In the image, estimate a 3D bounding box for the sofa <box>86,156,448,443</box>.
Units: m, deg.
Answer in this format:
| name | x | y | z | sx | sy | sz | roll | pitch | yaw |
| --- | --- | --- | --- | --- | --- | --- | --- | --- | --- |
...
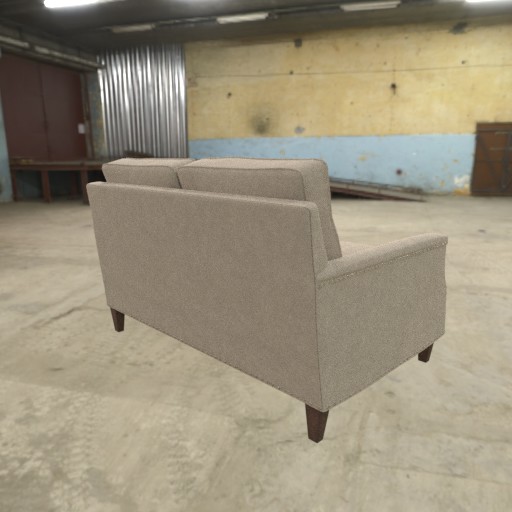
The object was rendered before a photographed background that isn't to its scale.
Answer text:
| name | x | y | z | sx | sy | sz | roll | pitch | yaw |
| --- | --- | --- | --- | --- | --- | --- | --- | --- | --- |
| sofa | 0.000 | 0.000 | 2.278 | 1.597 | 1.002 | 1.084 | 13 | 18 | 43 |
